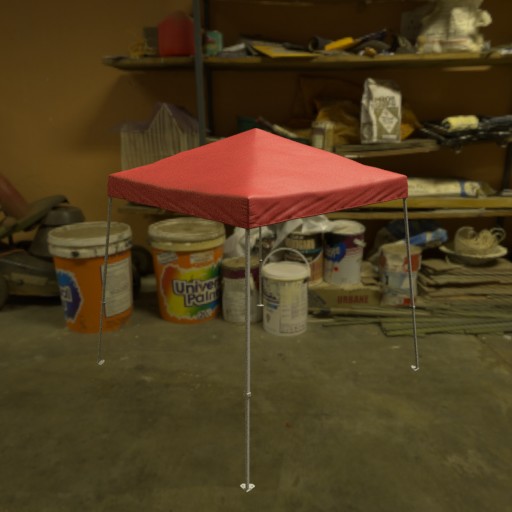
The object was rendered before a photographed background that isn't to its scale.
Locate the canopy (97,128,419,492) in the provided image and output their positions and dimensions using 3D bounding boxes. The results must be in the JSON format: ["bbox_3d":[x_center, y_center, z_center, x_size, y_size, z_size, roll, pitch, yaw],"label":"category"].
[{"bbox_3d":[0.000,0.000,5.146,2.849,2.849,2.848,-14,21,-41],"label":"canopy"}]
